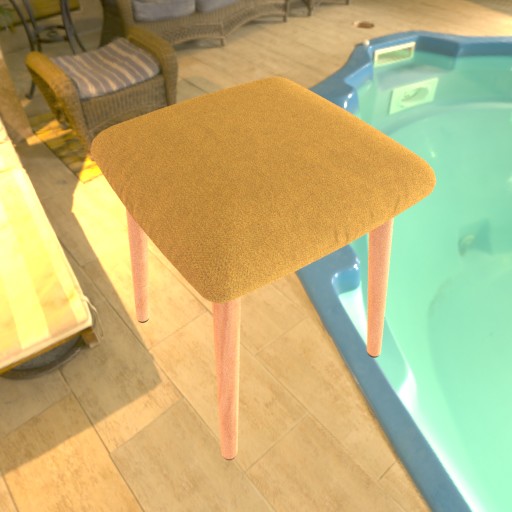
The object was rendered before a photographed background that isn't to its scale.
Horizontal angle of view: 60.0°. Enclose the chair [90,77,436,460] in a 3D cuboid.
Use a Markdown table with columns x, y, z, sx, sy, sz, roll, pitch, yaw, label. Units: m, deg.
| x | y | z | sx | sy | sz | roll | pitch | yaw | label |
| --- | --- | --- | --- | --- | --- | --- | --- | --- | --- |
| 0.000 | 0.000 | 0.703 | 0.350 | 0.440 | 0.350 | -27 | 52 | -23 | chair |
